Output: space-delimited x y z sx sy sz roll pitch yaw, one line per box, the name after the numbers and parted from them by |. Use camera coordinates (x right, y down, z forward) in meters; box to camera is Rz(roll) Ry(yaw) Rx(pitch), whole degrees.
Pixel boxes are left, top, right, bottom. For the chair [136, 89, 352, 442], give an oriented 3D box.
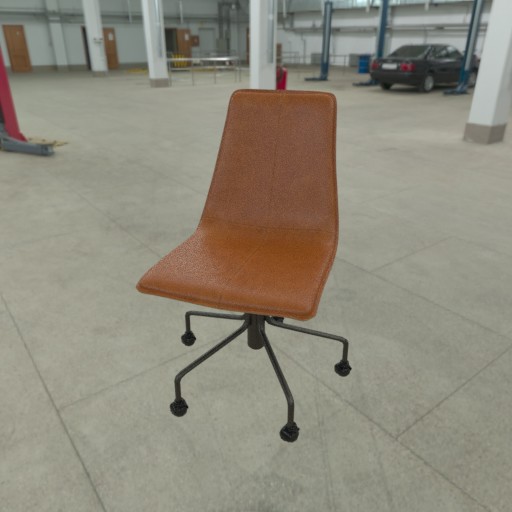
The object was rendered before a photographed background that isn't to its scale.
0.000 0.000 1.378 0.651 0.920 0.660 8 27 15 | chair
